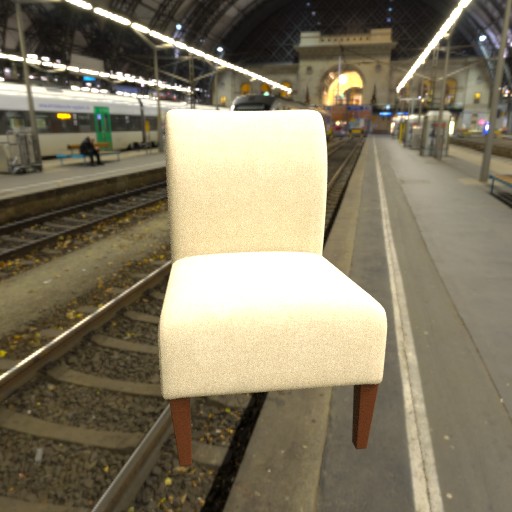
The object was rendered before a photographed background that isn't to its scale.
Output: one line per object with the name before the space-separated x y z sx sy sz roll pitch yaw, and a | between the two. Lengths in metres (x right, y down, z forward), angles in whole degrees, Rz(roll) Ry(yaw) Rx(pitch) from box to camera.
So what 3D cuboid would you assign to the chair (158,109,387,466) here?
chair | 0.000 0.000 1.295 0.521 0.833 0.754 -2 17 -7
